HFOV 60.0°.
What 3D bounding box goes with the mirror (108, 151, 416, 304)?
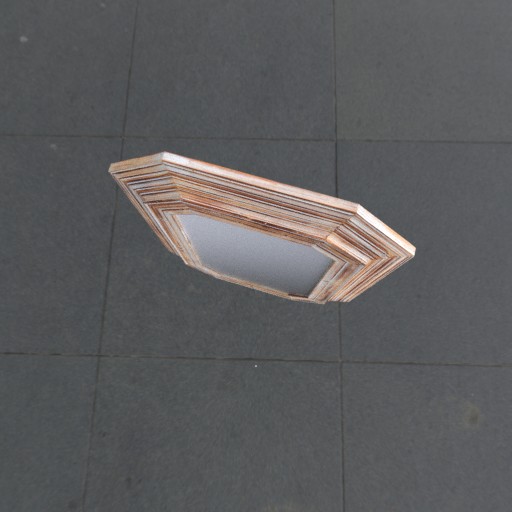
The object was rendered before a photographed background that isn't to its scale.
[{"bbox_3d":[0.000,0.000,1.332,0.709,1.015,0.061,16,77,4],"label":"mirror"}]
